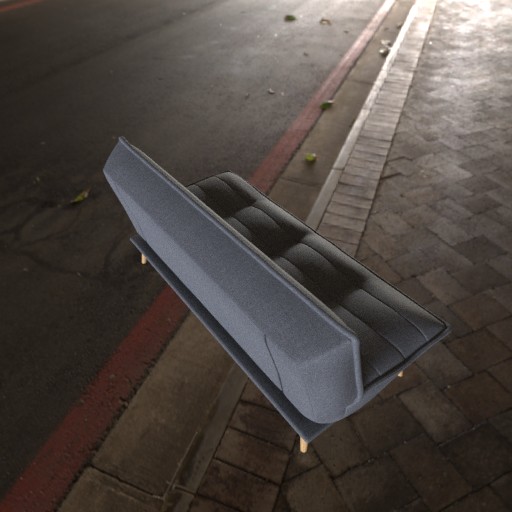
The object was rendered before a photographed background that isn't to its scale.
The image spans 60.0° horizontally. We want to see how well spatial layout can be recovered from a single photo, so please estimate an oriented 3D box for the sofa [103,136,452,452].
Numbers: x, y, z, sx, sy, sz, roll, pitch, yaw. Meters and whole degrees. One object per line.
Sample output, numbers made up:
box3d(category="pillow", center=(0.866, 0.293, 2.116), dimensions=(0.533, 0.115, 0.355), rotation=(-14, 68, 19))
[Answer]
box3d(category="sofa", center=(0.000, 0.000, 2.487), dimensions=(0.950, 0.890, 1.940), rotation=(-26, 47, -27))
